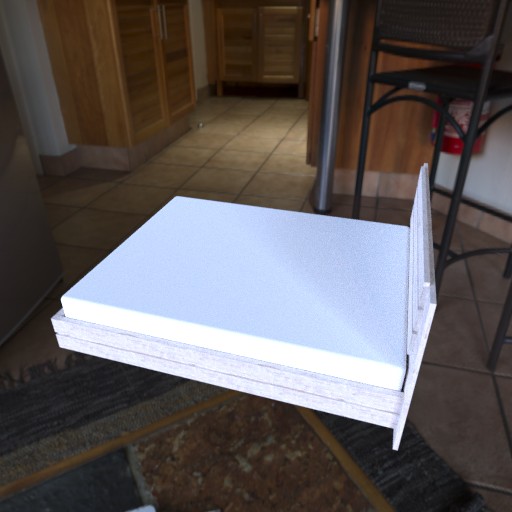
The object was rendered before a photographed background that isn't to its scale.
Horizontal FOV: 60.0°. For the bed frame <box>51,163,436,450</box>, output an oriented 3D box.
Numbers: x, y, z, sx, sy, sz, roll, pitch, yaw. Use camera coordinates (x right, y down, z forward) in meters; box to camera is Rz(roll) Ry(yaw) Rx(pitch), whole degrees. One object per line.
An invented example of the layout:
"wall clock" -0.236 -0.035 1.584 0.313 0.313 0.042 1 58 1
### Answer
"bed frame" 0.000 0.000 3.024 2.080 0.970 1.750 9 33 15
